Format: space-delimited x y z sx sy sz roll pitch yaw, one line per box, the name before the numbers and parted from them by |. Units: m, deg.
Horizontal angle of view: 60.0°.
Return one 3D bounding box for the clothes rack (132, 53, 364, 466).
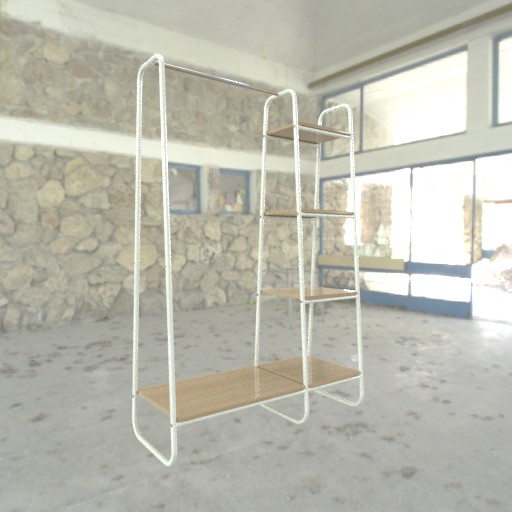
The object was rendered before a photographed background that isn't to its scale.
clothes rack | 0.000 0.000 1.983 1.011 1.500 0.400 -1 2 -36
